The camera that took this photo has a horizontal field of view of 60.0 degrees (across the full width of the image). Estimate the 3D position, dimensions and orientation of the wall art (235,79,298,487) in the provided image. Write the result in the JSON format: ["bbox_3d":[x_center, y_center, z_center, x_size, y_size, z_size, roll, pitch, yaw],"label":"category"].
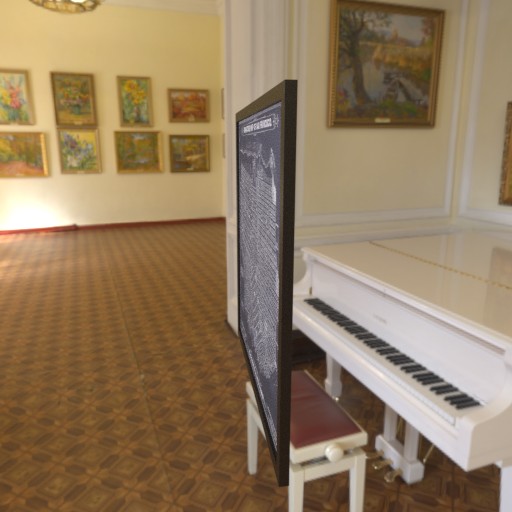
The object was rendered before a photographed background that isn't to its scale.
[{"bbox_3d":[0.000,0.000,1.228,0.022,0.807,0.807,-2,14,-8],"label":"wall art"}]
